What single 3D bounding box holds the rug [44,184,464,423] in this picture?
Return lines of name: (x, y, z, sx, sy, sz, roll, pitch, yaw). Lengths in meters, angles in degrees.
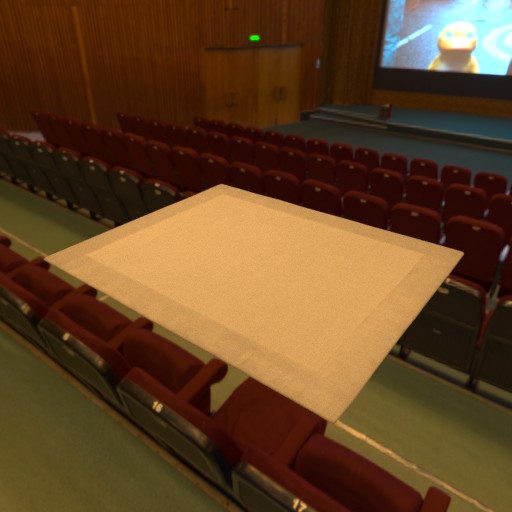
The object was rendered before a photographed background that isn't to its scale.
rug: (0.000, 0.000, 4.029, 2.976, 0.018, 2.430, 21, 35, 32)
